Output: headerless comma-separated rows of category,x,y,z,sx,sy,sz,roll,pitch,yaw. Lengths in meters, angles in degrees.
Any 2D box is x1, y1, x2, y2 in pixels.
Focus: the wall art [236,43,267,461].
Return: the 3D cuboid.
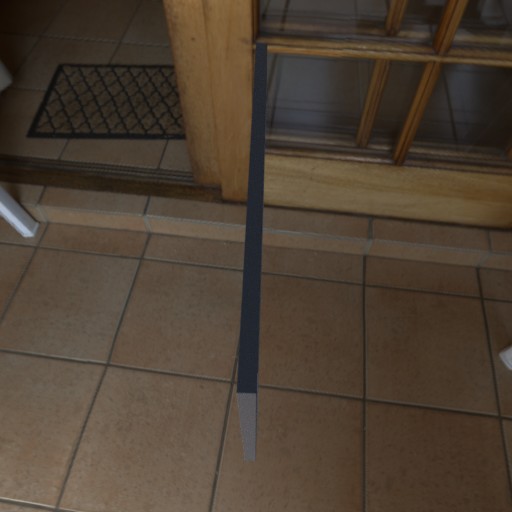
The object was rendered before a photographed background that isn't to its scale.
wall art,0.000,0.000,0.561,0.016,0.306,0.432,2,57,1
